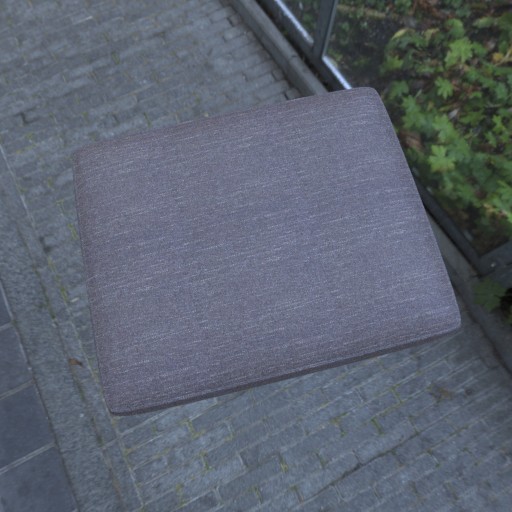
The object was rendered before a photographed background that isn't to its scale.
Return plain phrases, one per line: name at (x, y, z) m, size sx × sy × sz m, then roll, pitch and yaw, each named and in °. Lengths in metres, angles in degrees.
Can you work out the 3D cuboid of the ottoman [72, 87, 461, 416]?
ottoman at (0.000, 0.000, 1.216) m, size 0.820 × 0.490 × 0.671 m, roll -13°, pitch 74°, yaw -4°
